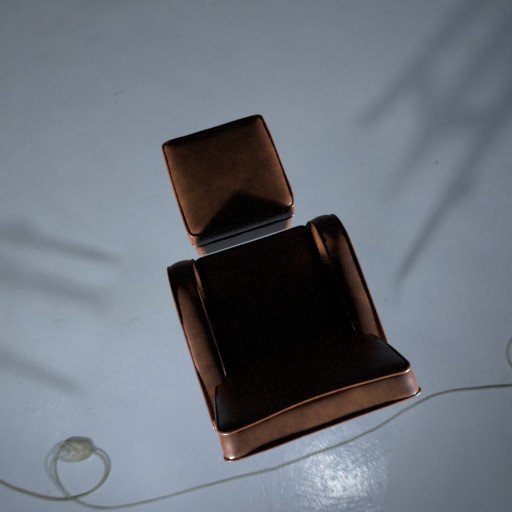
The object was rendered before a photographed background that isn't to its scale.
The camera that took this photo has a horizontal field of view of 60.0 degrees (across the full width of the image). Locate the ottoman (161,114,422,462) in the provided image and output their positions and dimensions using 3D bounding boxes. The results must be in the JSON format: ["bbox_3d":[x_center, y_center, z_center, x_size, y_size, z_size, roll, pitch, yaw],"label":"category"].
[{"bbox_3d":[0.000,0.000,1.851,0.732,0.904,1.314,-18,77,-4],"label":"ottoman"}]
